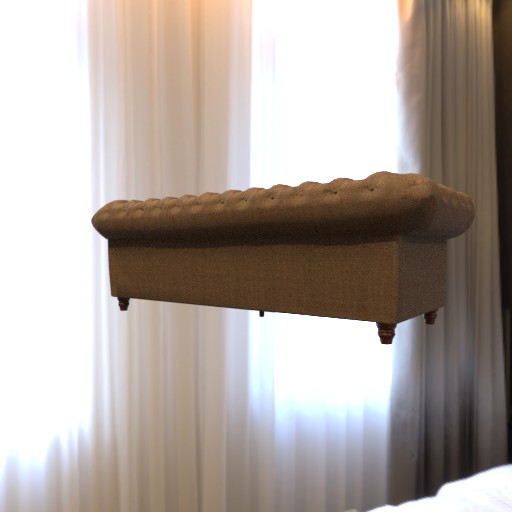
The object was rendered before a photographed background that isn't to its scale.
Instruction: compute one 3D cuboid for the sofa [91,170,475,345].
[{"bbox_3d":[0.000,0.000,2.811,2.385,0.787,0.944,0,1,37],"label":"sofa"}]
